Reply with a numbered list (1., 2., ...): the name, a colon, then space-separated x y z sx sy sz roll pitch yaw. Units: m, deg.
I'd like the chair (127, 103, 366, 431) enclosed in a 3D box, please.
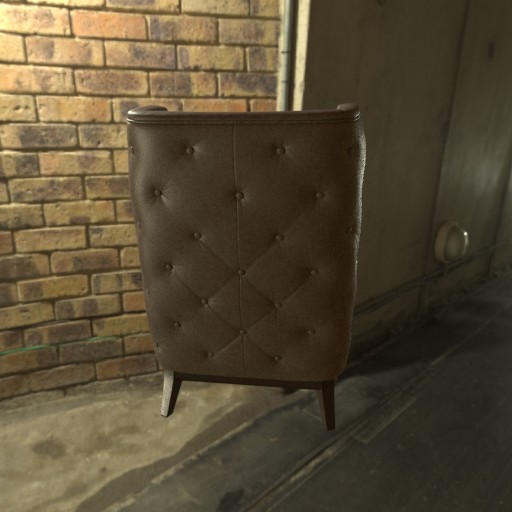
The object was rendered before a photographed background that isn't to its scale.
1. chair: 0.000 0.000 1.692 0.769 1.079 0.899 2 16 7
